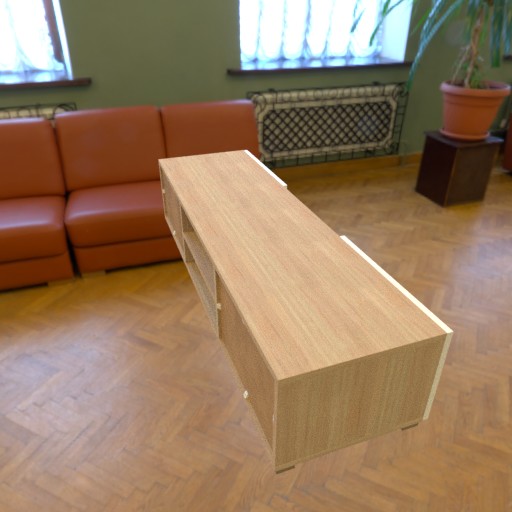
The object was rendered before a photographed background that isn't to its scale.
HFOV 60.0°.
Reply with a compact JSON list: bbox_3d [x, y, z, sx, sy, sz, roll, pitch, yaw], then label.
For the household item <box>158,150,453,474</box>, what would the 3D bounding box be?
[{"bbox_3d":[0.000,0.000,1.560,0.420,0.310,1.400,-11,32,-17],"label":"household item"}]
